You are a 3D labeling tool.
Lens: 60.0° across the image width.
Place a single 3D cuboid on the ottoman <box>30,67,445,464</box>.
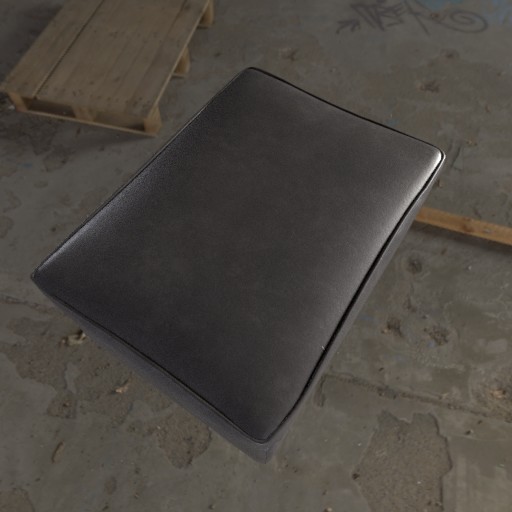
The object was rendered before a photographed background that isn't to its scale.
[{"bbox_3d":[0.000,0.000,1.070,0.554,0.445,0.756,30,64,16],"label":"ottoman"}]
